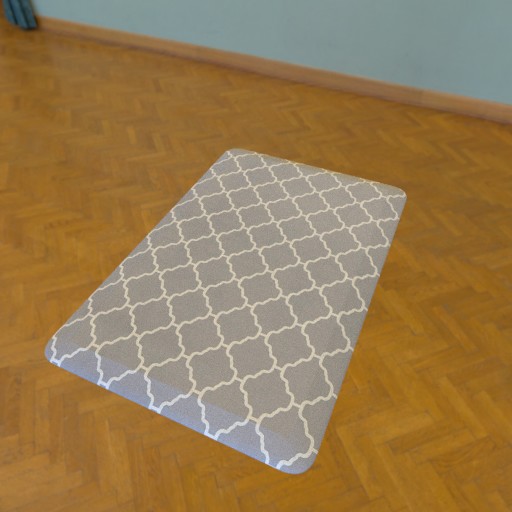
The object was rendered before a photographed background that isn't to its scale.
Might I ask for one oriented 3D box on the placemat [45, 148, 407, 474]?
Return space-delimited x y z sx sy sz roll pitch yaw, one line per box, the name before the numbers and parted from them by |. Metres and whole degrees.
placemat | 0.000 0.000 0.947 0.508 0.021 0.762 18 48 17
